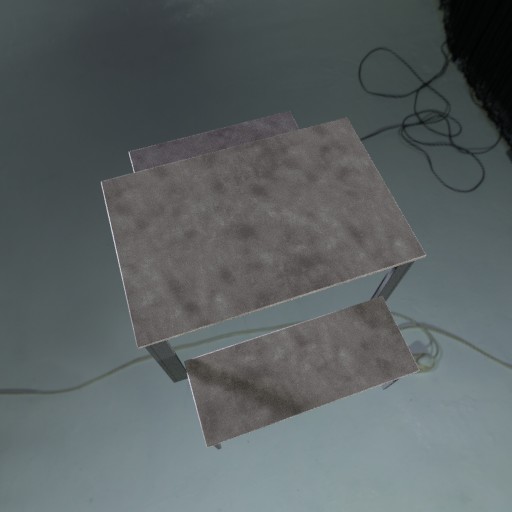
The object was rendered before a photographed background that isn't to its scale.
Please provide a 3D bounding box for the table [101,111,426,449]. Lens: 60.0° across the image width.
[{"bbox_3d":[0.000,0.000,2.054,1.100,0.700,1.443,-17,64,-8],"label":"table"}]
